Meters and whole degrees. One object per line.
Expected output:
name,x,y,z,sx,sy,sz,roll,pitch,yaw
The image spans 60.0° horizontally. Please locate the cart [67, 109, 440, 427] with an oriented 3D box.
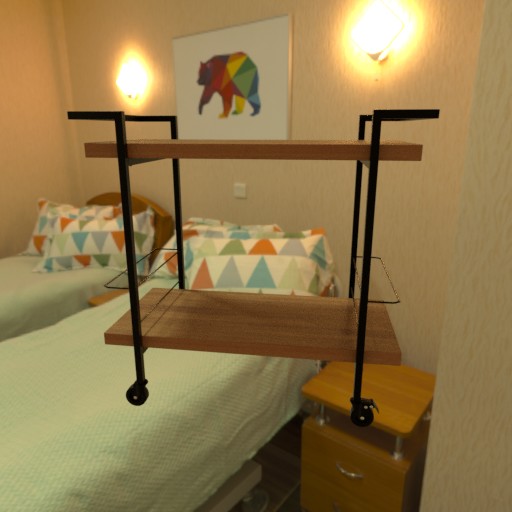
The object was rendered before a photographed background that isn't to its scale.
cart,0.000,0.000,1.243,0.806,0.762,0.406,2,16,8
